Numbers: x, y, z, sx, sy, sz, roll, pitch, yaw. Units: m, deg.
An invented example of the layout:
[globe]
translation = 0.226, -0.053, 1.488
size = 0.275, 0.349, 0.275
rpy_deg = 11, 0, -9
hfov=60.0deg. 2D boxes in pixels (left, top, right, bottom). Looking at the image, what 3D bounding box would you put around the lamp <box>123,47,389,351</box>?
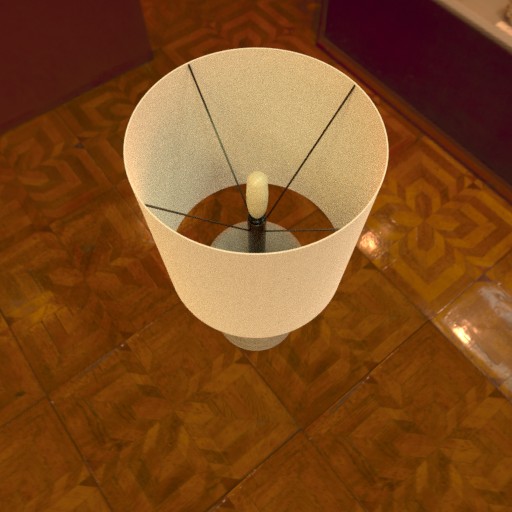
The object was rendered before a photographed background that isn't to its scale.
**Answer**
[lamp]
translation = 0.000, 0.000, 0.533
size = 0.206, 0.416, 0.206
rpy_deg = -33, 68, -15
